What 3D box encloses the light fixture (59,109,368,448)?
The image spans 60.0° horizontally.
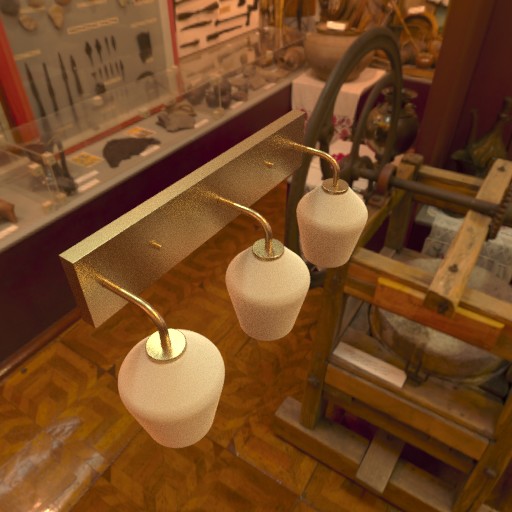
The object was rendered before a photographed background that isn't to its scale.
[{"bbox_3d":[0.000,0.000,0.733,0.190,0.280,0.609,24,46,26],"label":"light fixture"}]
